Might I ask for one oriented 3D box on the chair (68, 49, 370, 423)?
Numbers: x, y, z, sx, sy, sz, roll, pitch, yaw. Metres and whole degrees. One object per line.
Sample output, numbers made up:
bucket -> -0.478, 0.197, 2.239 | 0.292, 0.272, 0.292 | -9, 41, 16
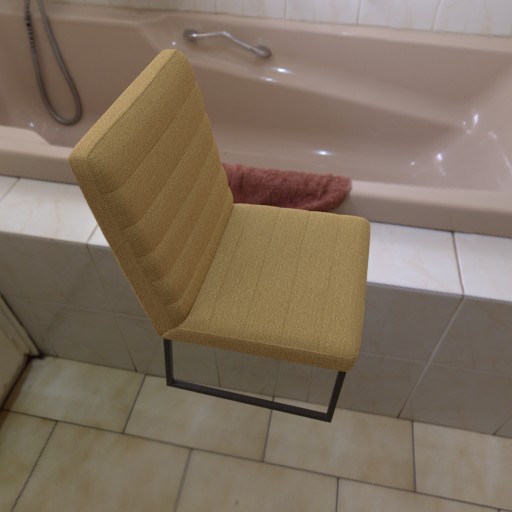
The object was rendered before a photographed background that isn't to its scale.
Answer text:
chair -> 0.000, 0.000, 1.269 | 0.634, 0.930, 0.520 | 10, 48, 9
